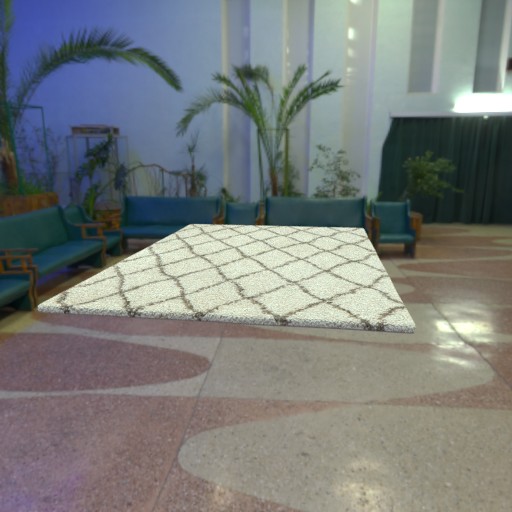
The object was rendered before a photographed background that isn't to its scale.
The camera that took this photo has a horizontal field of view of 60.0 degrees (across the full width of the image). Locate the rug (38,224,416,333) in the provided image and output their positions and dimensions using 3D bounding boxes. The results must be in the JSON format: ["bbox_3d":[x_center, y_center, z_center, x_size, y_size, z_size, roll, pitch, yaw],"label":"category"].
[{"bbox_3d":[0.000,0.000,2.244,1.219,0.030,1.778,2,13,8],"label":"rug"}]
